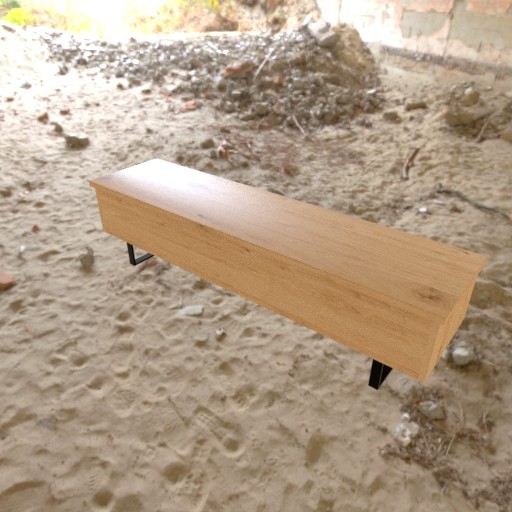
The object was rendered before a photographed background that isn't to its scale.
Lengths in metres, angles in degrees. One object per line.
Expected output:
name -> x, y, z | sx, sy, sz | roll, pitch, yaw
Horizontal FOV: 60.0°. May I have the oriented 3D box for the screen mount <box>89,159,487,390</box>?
screen mount -> 0.000, 0.000, 1.944 | 1.700, 0.430, 0.450 | 22, 37, 32
